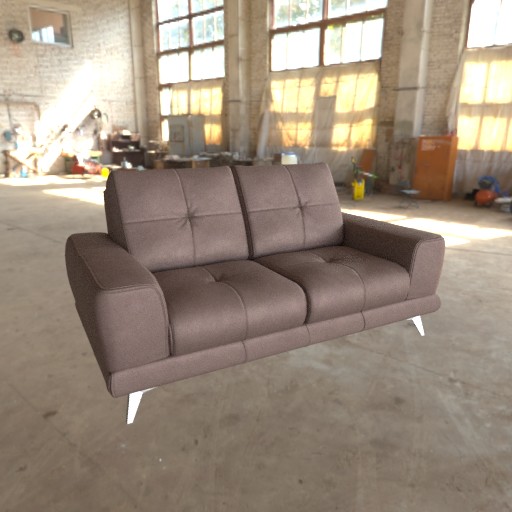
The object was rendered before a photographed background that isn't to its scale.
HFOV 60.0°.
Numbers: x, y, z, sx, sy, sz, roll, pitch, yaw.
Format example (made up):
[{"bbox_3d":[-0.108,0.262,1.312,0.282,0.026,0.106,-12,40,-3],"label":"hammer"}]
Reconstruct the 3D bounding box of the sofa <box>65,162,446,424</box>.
[{"bbox_3d":[0.000,0.000,2.354,1.806,0.907,1.018,-8,18,-27],"label":"sofa"}]
